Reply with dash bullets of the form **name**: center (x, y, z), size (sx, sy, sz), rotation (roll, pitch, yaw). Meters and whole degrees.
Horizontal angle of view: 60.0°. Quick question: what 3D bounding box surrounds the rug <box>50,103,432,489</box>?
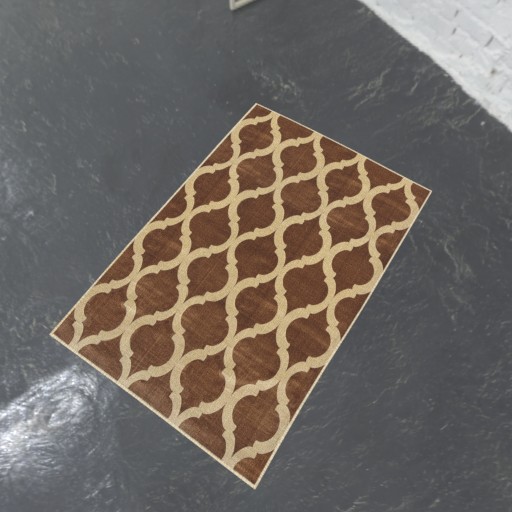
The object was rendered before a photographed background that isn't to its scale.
- **rug**: center (0.000, 0.000, 2.937), size (1.522, 0.008, 2.284), rotation (31, 68, 14)
